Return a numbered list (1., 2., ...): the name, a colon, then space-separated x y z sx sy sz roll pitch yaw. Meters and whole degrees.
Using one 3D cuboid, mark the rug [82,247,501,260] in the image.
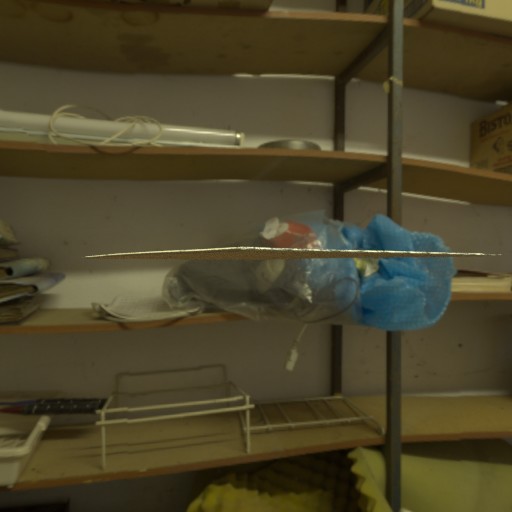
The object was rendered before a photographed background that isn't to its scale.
1. rug: 0.000 0.000 3.766 2.125 0.028 3.027 1 -1 -35
